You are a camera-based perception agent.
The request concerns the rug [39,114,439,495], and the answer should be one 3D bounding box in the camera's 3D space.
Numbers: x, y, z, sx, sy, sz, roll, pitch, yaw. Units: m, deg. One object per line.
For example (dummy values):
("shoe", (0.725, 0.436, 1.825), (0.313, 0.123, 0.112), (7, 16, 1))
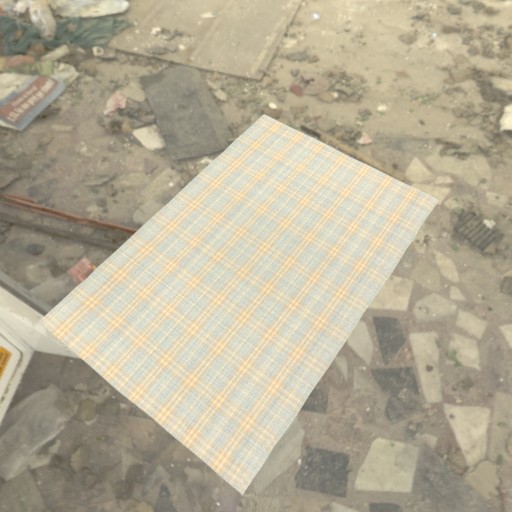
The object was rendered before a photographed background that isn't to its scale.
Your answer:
("rug", (0.000, 0.000, 2.304), (1.231, 0.012, 1.835), (32, 63, 19))
